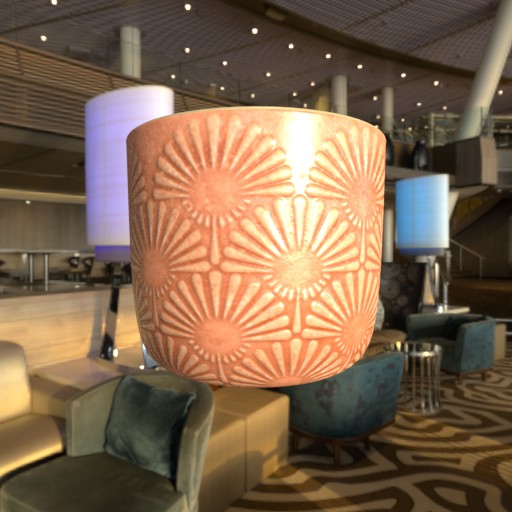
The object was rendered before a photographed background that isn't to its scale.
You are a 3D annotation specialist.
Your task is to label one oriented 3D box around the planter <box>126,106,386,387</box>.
[{"bbox_3d":[0.000,0.000,0.221,0.124,0.109,0.124,0,1,0],"label":"planter"}]
